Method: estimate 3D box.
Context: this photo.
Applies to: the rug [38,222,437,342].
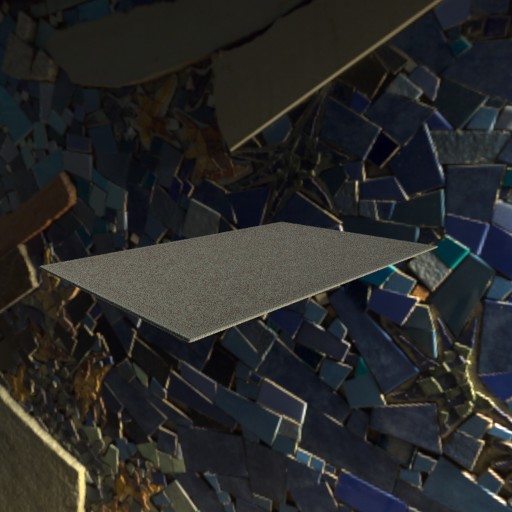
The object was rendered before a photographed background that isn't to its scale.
[{"bbox_3d":[0.000,0.000,2.398,1.219,0.010,1.829,13,19,43],"label":"rug"}]
